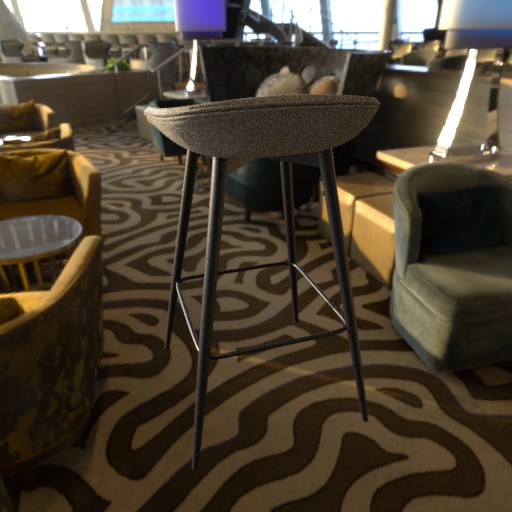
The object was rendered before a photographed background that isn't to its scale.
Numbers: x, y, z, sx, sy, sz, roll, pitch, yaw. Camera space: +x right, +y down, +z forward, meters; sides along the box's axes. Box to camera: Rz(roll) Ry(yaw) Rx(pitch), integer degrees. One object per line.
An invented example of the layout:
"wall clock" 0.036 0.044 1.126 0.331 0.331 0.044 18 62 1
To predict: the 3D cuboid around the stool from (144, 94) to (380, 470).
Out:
"stool" 0.000 0.000 1.117 0.469 0.814 0.480 -8 28 -16
